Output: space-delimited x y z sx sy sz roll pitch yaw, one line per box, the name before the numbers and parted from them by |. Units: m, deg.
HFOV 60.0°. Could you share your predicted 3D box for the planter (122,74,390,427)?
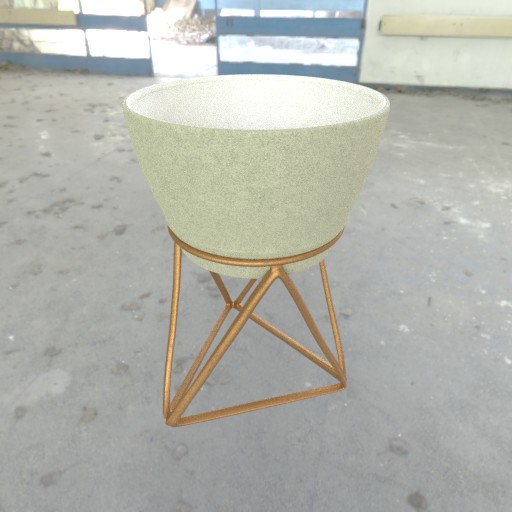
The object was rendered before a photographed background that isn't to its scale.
planter | 0.000 0.000 0.726 0.350 0.504 0.350 8 32 13
